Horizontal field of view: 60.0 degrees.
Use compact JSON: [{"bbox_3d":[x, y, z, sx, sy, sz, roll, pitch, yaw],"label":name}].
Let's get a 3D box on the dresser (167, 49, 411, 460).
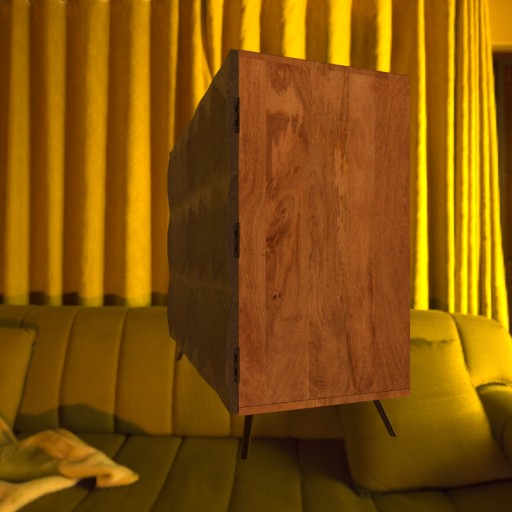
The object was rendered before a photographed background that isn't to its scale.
[{"bbox_3d":[0.000,0.000,1.424,0.446,0.847,0.967,0,0,-18],"label":"dresser"}]
